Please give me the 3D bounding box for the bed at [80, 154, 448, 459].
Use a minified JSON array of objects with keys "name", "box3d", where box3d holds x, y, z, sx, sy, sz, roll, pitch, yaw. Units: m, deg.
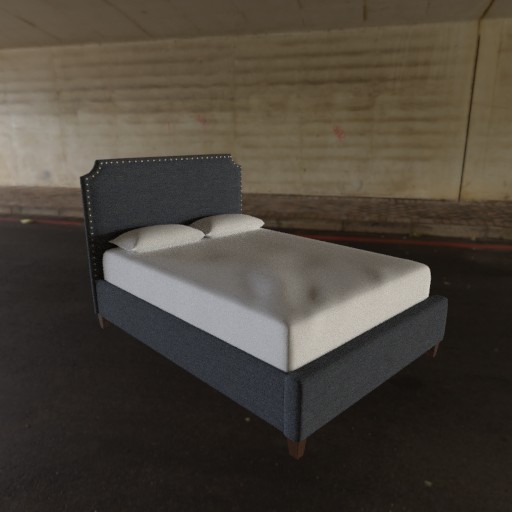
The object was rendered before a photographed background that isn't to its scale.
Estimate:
[{"name":"bed","box3d":[0.000,0.000,3.470,1.713,1.443,2.372,-15,21,-42]}]
